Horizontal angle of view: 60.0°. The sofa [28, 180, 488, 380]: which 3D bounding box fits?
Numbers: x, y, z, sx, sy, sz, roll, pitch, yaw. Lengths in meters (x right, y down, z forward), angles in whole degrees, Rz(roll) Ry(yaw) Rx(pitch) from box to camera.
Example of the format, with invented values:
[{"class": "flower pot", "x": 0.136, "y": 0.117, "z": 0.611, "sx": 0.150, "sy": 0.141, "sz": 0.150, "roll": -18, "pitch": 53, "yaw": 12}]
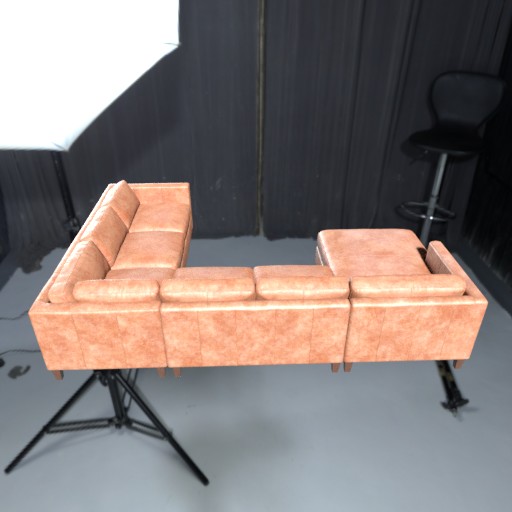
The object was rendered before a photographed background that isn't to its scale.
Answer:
[{"class": "sofa", "x": 0.000, "y": 0.000, "z": 4.436, "sx": 3.401, "sy": 0.832, "sz": 2.430, "roll": -1, "pitch": 32, "yaw": -2}]
